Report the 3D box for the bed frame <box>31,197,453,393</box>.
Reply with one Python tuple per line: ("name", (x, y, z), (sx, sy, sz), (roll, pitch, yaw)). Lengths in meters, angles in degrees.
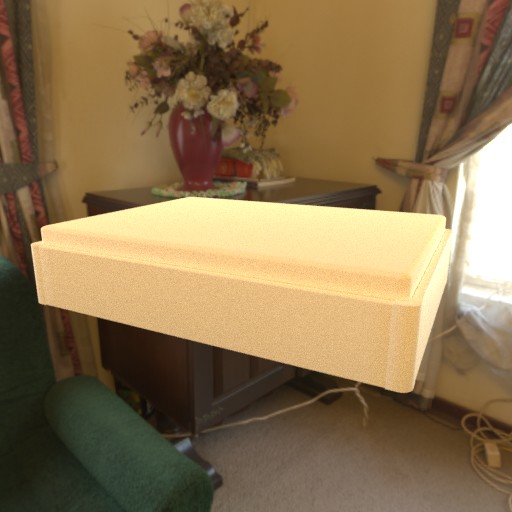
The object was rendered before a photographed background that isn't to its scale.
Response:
("bed frame", (0.000, 0.000, 2.464), (1.900, 0.406, 1.400), (8, 17, 26))
